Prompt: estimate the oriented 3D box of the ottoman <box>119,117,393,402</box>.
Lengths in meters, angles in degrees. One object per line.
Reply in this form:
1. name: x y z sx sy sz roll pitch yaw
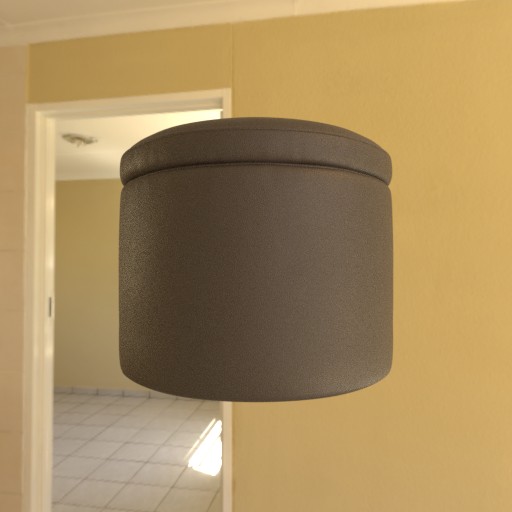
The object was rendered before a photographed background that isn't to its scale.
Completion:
1. ottoman: 0.000 0.000 0.844 0.500 0.409 0.500 0 -1 0
